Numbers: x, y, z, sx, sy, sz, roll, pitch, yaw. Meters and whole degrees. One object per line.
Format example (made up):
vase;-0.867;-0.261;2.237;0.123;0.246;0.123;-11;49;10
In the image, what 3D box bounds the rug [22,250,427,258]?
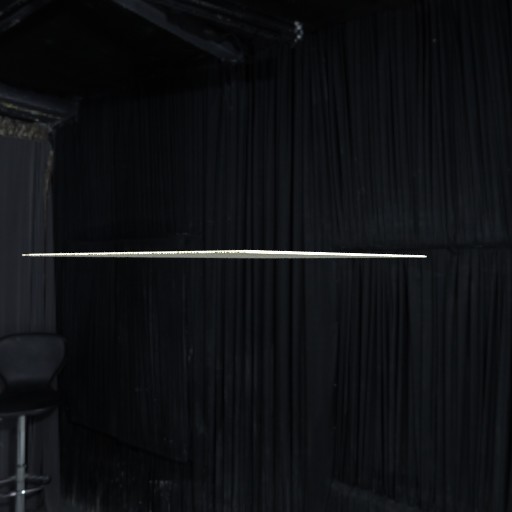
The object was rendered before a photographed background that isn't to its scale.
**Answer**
rug;0.000;0.000;2.852;1.514;0.011;2.233;0;-1;37
